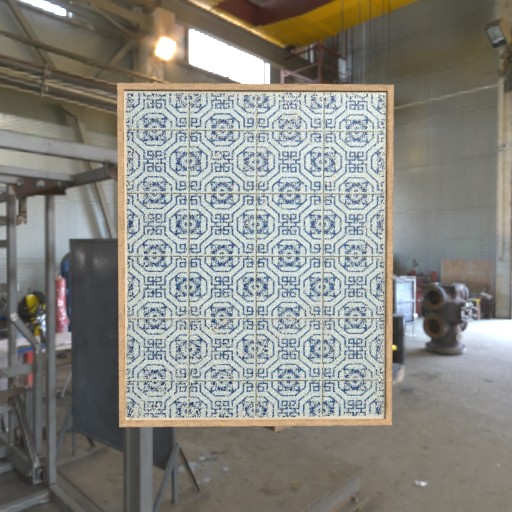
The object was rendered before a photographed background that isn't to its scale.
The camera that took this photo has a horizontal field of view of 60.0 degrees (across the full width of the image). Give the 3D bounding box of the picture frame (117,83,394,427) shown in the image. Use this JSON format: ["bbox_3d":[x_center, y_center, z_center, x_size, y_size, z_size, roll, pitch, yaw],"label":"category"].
[{"bbox_3d":[0.000,0.000,0.703,0.421,0.526,0.046,0,1,-1],"label":"picture frame"}]
